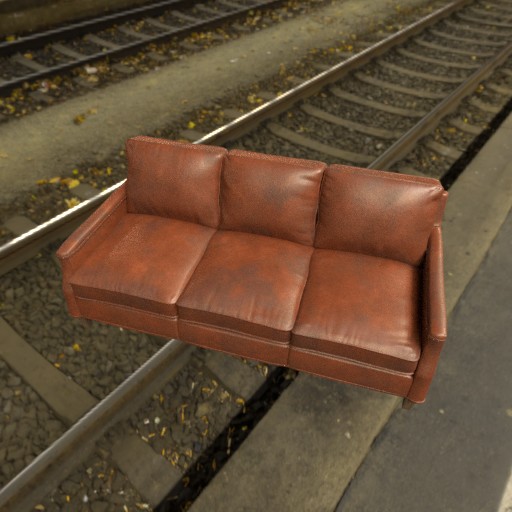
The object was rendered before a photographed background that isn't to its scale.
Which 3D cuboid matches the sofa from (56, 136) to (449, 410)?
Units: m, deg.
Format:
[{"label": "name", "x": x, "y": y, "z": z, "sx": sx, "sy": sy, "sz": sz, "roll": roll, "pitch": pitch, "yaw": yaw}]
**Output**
[{"label": "sofa", "x": 0.000, "y": 0.000, "z": 2.805, "sx": 2.240, "sy": 1.003, "sz": 1.084, "roll": 11, "pitch": 43, "yaw": 12}]
